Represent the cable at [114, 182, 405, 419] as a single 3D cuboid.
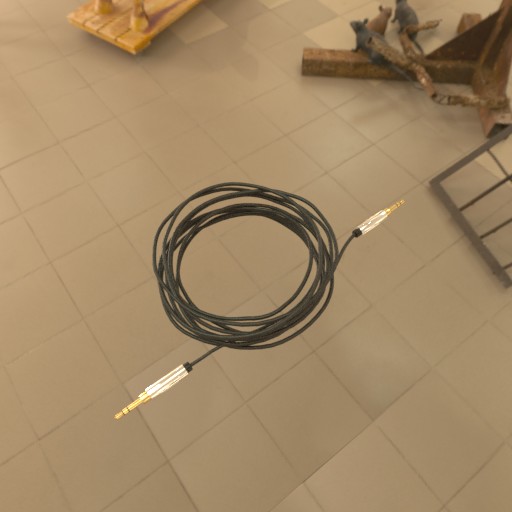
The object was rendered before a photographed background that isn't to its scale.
[{"bbox_3d":[0.000,0.000,0.507,0.432,0.069,0.198,-33,64,-18],"label":"cable"}]
